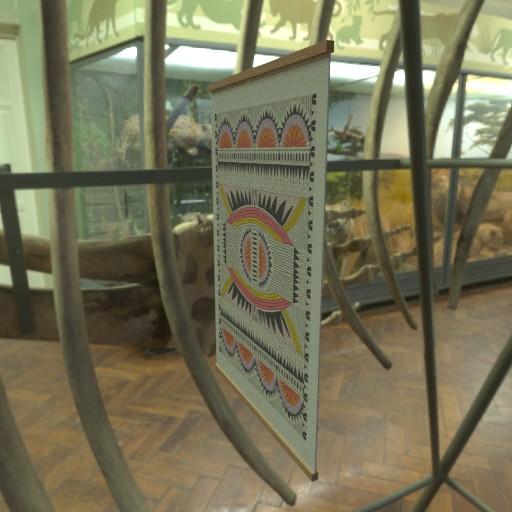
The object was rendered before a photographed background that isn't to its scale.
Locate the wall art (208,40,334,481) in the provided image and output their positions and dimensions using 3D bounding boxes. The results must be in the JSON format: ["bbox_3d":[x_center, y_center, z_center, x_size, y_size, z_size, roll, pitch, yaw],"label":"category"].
[{"bbox_3d":[0.000,0.000,1.933,0.028,1.533,0.999,-7,15,-26],"label":"wall art"}]
